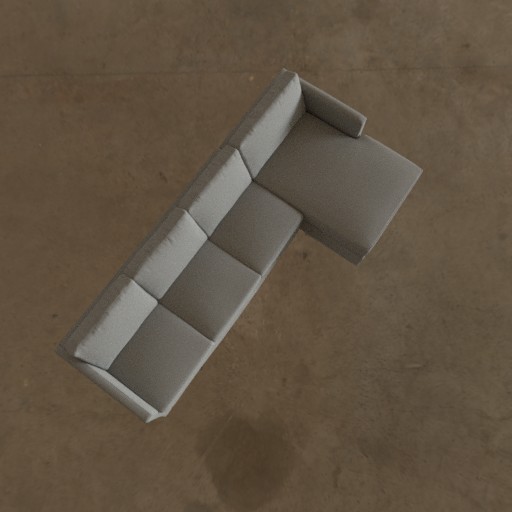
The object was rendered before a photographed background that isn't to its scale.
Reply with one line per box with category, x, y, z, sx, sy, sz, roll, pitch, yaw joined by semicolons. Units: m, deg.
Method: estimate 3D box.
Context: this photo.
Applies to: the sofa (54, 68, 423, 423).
sofa;0.000;0.000;3.887;1.622;0.867;3.177;34;77;9
